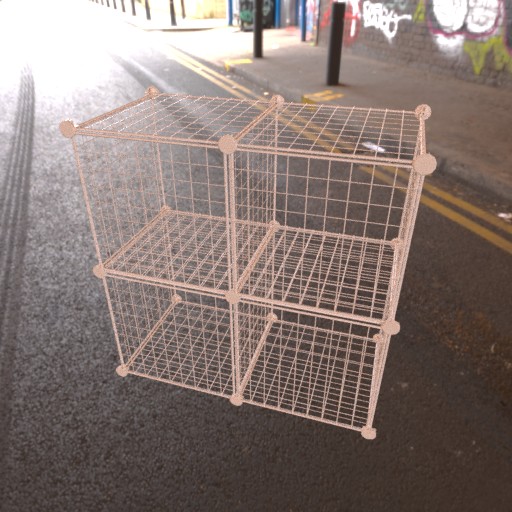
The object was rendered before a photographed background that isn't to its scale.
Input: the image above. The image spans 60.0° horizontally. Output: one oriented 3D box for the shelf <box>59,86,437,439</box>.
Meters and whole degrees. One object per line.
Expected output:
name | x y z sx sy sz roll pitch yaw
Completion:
shelf | 0.000 0.000 1.118 0.711 0.711 0.356 9 33 15
